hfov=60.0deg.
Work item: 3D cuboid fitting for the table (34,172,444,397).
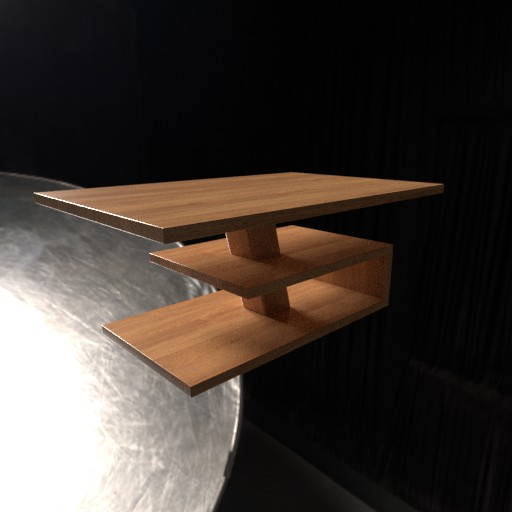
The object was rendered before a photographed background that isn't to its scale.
[{"bbox_3d":[0.000,0.000,1.451,1.100,0.442,0.700,-14,20,-41],"label":"table"}]
